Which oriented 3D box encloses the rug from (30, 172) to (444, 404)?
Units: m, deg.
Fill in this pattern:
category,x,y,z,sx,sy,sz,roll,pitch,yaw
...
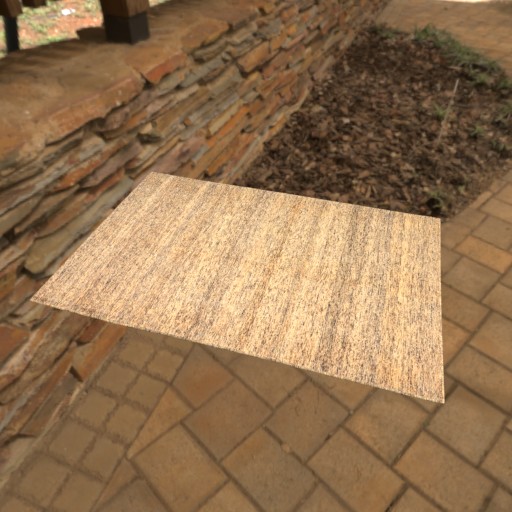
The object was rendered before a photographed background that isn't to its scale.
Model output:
category,x,y,z,sx,sy,sz,roll,pitch,yaw
rug,0.000,0.000,2.311,1.846,0.014,1.243,11,42,13
